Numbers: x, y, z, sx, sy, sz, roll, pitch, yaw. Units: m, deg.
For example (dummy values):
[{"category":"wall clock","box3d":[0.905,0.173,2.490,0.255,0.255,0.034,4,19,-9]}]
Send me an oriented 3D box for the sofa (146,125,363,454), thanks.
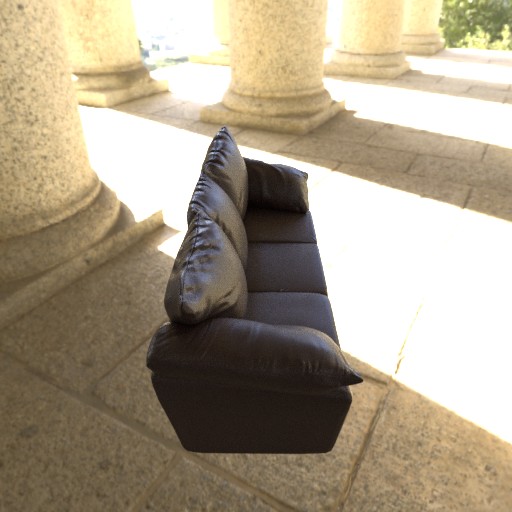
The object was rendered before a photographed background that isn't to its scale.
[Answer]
[{"category":"sofa","box3d":[0.000,0.000,2.836,0.907,1.091,2.390,0,32,0]}]
